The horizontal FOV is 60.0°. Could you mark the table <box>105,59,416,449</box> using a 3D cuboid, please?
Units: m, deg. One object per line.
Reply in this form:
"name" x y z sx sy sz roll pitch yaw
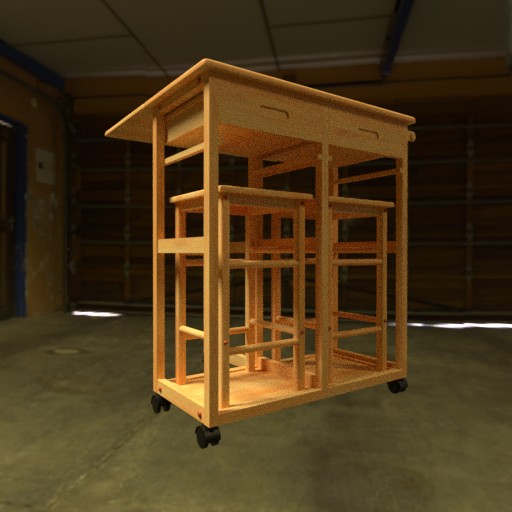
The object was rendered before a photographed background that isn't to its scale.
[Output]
"table" 0.000 0.000 1.418 0.752 0.832 0.693 0 1 -35
